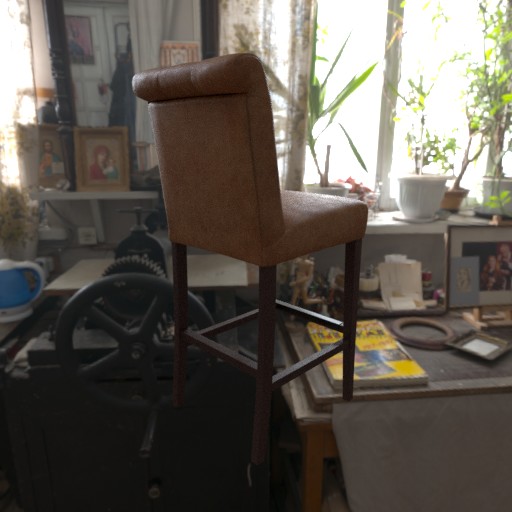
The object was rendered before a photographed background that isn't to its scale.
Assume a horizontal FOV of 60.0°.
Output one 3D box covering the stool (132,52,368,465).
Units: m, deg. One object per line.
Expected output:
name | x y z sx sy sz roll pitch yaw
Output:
stool | 0.000 0.000 1.471 0.493 1.140 0.601 15 21 43
